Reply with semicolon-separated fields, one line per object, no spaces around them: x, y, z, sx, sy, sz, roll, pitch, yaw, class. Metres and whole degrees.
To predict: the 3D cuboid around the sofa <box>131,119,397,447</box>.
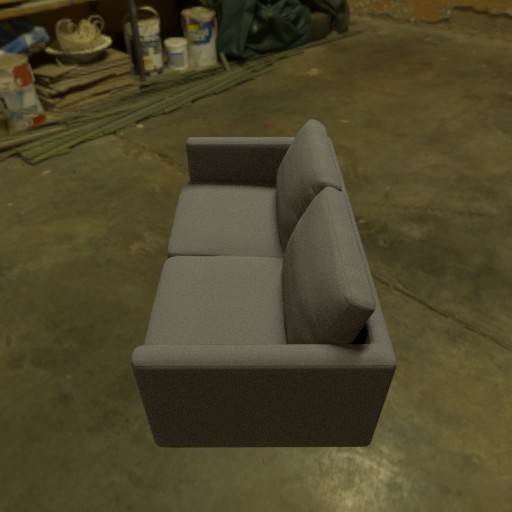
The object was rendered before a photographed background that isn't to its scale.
0.000;0.000;2.257;0.940;0.866;1.713;0;40;0;sofa
